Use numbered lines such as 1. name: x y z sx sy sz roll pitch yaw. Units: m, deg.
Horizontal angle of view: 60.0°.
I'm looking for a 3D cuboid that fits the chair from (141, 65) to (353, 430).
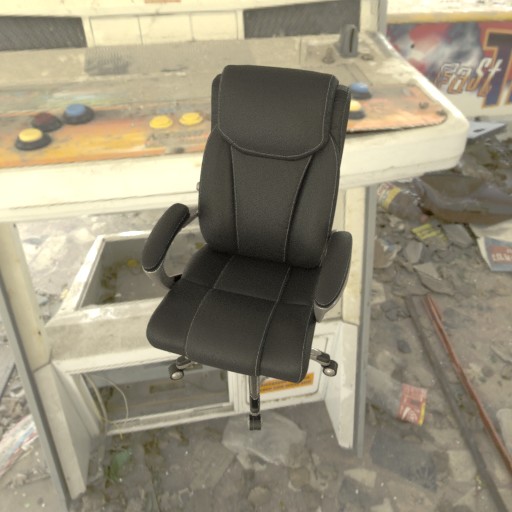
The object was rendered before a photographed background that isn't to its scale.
1. chair: 0.000 0.000 1.653 0.741 1.167 0.784 11 41 12
